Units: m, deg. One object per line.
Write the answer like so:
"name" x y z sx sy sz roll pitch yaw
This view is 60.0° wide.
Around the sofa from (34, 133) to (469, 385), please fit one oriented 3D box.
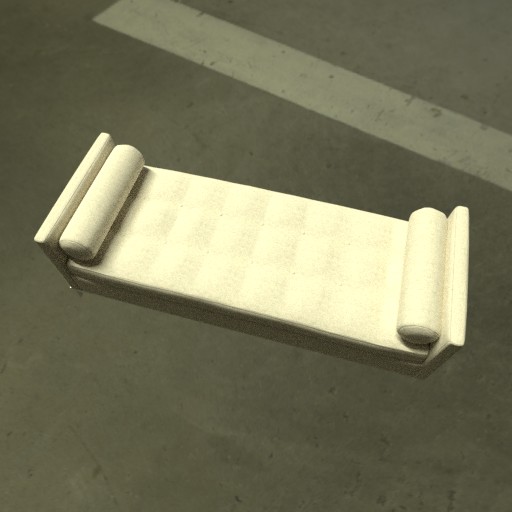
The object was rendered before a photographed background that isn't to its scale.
"sofa" 0.000 0.000 2.509 2.102 0.655 0.797 13 60 8
